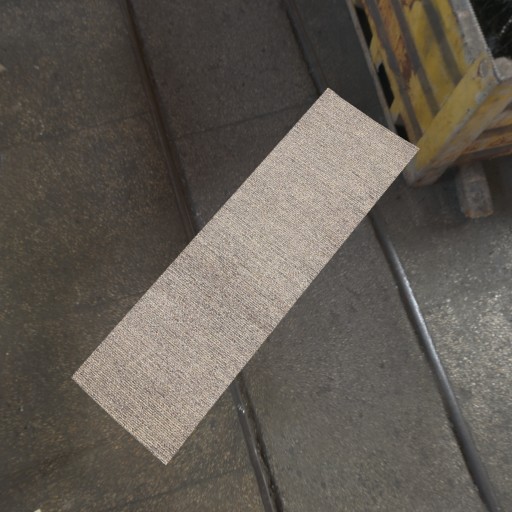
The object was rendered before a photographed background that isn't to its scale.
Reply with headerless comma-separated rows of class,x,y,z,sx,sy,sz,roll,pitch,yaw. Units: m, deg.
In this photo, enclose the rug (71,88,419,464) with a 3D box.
rug,0.000,0.000,2.570,0.697,0.013,2.335,39,79,9
